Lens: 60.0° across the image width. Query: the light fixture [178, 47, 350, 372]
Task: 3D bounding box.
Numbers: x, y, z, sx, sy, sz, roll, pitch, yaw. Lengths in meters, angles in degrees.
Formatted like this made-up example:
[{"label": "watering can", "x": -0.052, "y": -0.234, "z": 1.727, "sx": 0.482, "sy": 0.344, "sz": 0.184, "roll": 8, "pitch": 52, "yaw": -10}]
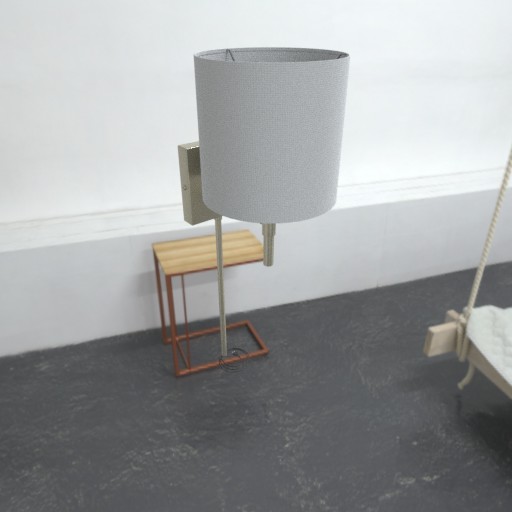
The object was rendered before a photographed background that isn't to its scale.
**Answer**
[{"label": "light fixture", "x": 0.000, "y": 0.000, "z": 0.702, "sx": 0.188, "sy": 0.589, "sz": 0.248, "roll": -22, "pitch": 36, "yaw": -33}]
